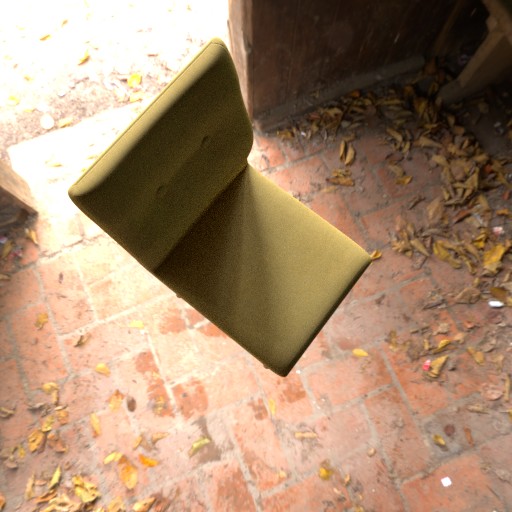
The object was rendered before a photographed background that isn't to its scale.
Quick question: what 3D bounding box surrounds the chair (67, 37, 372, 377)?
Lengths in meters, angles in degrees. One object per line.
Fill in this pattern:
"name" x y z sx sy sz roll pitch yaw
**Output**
"chair" 0.000 0.000 1.273 0.550 0.965 0.450 37 79 9
